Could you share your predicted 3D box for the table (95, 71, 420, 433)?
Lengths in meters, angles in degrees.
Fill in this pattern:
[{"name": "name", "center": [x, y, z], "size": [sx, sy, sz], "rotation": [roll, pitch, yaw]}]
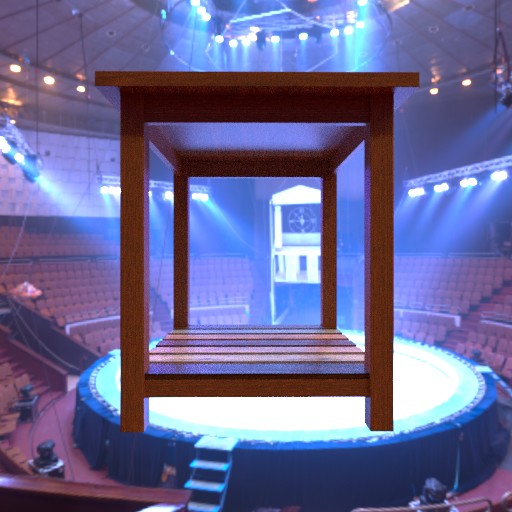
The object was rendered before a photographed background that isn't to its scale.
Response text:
[{"name": "table", "center": [0.000, 0.000, 1.093], "size": [0.559, 0.635, 0.660], "rotation": [0, 0, 0]}]
